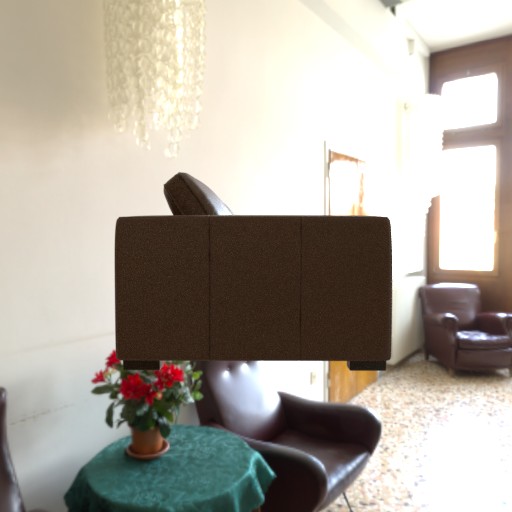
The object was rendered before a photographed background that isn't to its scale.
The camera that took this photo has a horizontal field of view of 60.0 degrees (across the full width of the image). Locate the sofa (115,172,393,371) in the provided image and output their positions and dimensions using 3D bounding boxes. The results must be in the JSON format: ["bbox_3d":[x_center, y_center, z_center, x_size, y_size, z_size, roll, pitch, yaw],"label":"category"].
[{"bbox_3d":[0.000,0.000,2.768,1.070,0.801,2.262,0,2,1],"label":"sofa"}]
